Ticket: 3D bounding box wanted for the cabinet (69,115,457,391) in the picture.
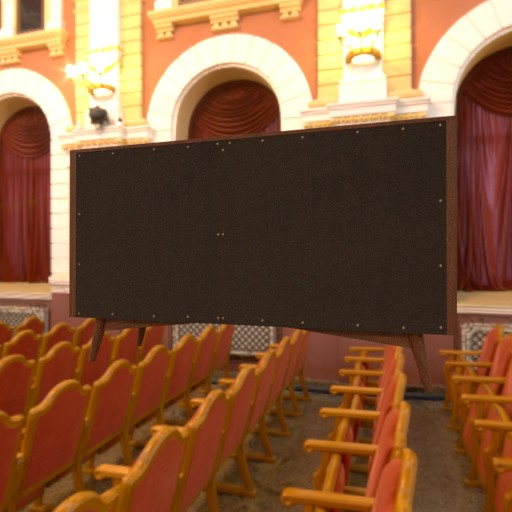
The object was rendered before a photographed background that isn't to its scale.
[{"bbox_3d":[0.000,0.000,1.966,1.575,0.940,0.505,0,0,18],"label":"cabinet"}]
